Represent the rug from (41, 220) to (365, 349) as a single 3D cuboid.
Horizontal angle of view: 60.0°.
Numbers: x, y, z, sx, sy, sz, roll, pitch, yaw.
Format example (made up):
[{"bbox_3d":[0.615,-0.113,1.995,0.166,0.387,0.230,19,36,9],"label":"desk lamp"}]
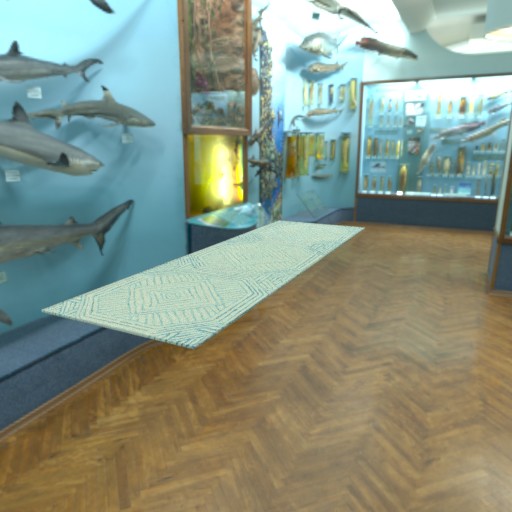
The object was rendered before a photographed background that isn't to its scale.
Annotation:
[{"bbox_3d":[0.000,0.000,2.738,0.775,0.012,2.452,7,16,26],"label":"rug"}]
